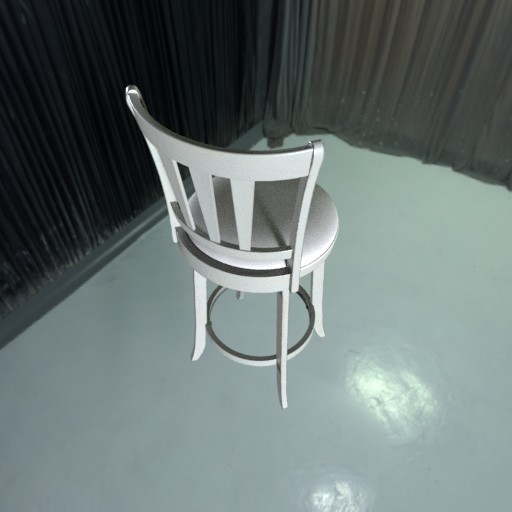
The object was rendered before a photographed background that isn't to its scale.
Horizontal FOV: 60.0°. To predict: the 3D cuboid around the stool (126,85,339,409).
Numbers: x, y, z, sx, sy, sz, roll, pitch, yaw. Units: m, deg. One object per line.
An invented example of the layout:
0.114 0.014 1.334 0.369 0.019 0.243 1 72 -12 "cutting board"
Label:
0.000 0.000 1.282 0.436 1.042 0.475 22 50 20 "stool"
